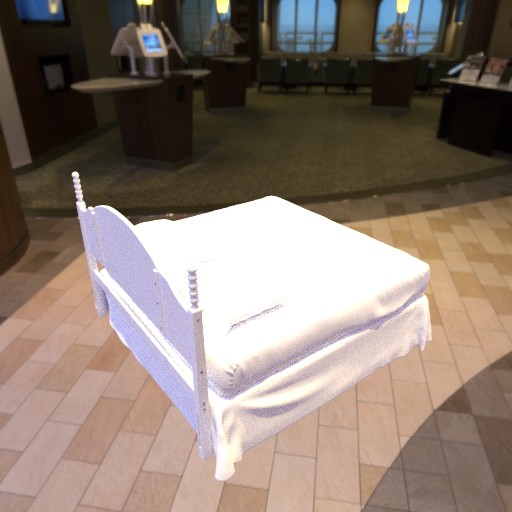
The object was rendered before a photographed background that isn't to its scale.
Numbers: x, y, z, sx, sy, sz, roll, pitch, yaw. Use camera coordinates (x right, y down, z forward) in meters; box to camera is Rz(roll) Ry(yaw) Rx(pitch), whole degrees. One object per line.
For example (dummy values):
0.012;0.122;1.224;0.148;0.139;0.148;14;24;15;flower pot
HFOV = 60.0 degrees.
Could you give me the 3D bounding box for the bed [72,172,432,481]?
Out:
0.000;0.000;3.663;2.219;1.355;2.322;-19;33;-32;bed
